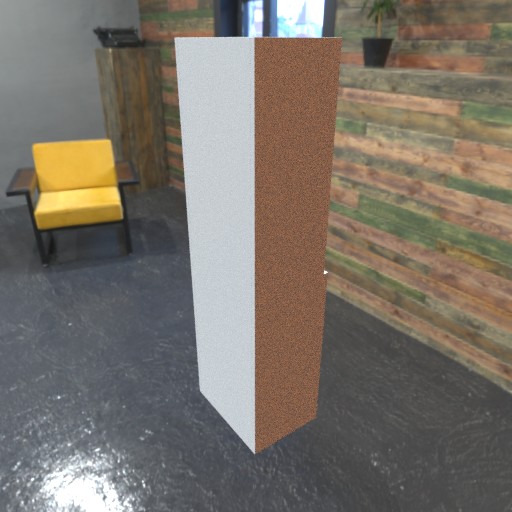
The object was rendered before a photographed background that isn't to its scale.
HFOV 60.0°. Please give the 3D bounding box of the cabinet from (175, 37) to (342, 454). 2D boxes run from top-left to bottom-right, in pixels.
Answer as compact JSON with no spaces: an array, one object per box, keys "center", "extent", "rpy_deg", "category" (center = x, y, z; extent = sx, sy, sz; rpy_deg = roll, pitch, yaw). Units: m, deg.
[{"center":[0.000,0.000,1.528],"extent":[0.300,1.350,0.400],"rpy_deg":[-18,31,-32],"category":"cabinet"}]
